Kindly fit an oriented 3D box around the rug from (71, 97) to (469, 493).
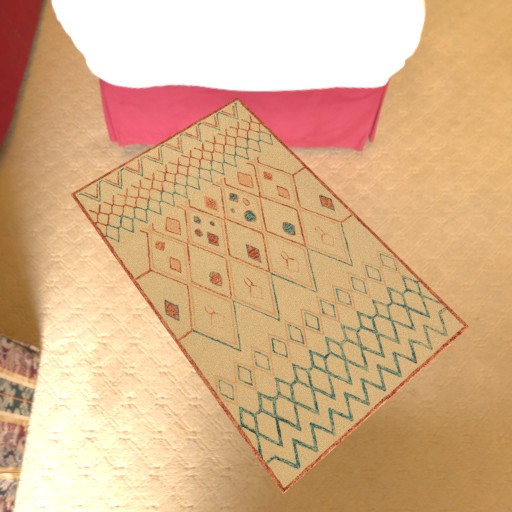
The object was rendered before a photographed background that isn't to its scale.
[{"bbox_3d":[0.000,0.000,3.016,1.524,0.015,2.438,-35,70,-15],"label":"rug"}]
